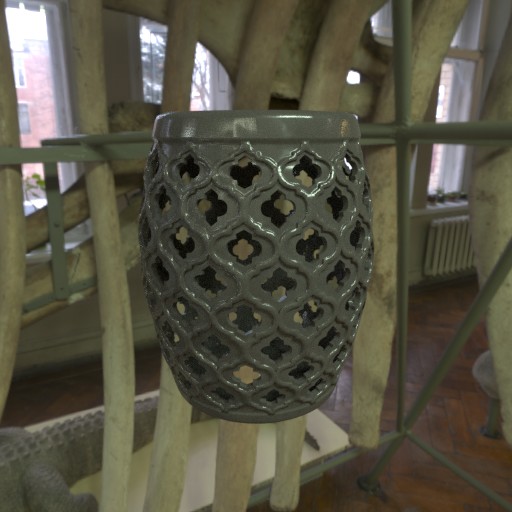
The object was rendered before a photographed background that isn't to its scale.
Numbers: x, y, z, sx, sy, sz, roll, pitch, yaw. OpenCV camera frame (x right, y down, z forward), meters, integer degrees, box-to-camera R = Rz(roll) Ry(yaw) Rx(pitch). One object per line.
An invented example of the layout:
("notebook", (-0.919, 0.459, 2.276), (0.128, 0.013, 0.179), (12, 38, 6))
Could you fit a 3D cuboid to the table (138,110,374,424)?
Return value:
("table", (0.000, 0.000, 0.636), (0.325, 0.388, 0.325), (0, 16, 0))
